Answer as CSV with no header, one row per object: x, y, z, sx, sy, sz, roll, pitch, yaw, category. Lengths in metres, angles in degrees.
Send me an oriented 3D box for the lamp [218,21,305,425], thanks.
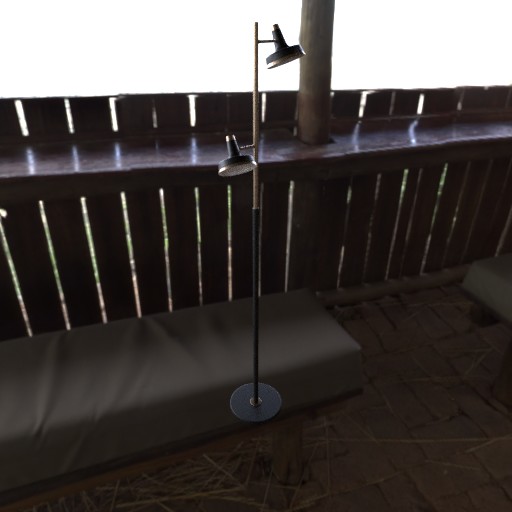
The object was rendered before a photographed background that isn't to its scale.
0.000,0.000,1.791,0.351,1.674,0.253,-21,35,-33,lamp
